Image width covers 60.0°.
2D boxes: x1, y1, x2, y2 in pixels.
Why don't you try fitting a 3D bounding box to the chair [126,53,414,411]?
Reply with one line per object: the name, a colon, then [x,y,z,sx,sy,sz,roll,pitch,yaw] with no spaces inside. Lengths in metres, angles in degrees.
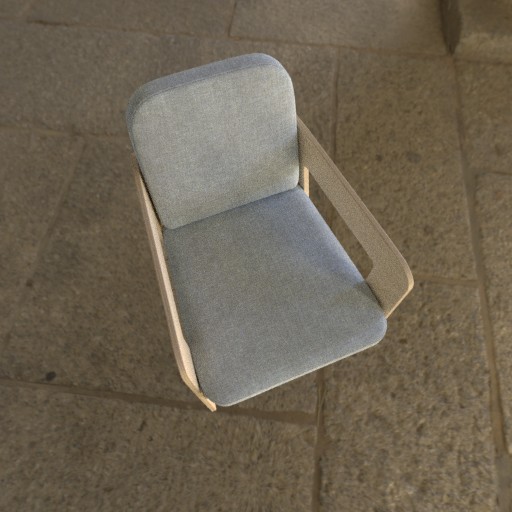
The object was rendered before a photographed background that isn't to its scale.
chair: [0.000,0.000,1.278,0.590,0.800,0.710,-20,65,-10]
